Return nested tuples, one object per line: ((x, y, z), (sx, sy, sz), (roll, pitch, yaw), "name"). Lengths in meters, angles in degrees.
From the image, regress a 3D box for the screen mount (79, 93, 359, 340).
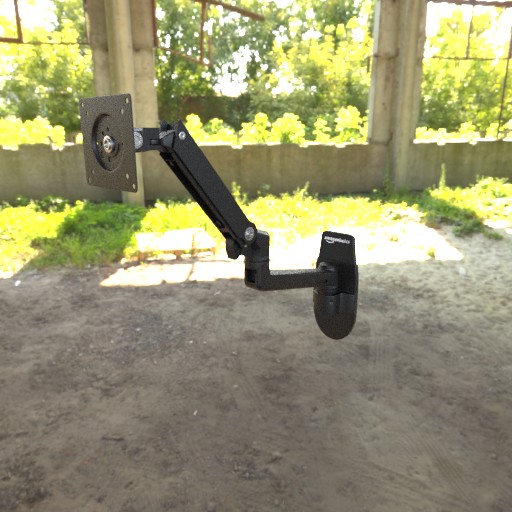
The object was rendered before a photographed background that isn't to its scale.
((0.000, 0.000, 0.725), (0.115, 0.466, 0.495), (14, 21, 41), "screen mount")
